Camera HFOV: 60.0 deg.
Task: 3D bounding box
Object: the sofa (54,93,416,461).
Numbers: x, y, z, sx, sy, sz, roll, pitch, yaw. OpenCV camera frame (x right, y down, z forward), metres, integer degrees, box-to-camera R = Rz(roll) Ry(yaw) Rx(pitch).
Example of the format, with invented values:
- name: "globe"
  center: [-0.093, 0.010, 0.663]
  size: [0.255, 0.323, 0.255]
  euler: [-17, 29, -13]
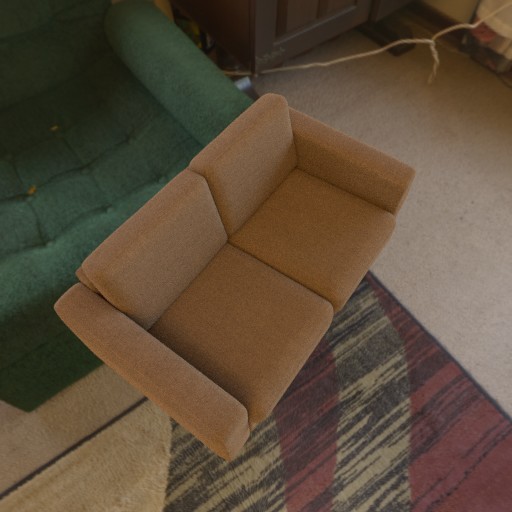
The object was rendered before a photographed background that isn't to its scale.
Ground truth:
- name: "sofa"
  center: [0.000, 0.000, 2.061]
  size: [0.900, 0.800, 1.520]
  euler: [32, 64, 18]
